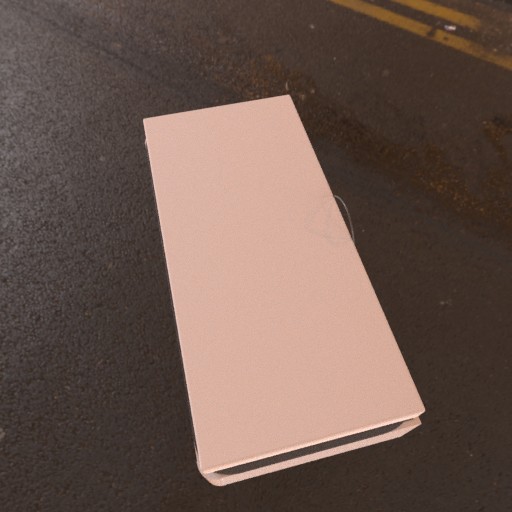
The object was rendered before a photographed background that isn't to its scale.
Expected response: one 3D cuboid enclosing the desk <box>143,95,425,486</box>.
[{"bbox_3d":[0.000,0.000,2.236,0.900,0.526,1.900,-12,59,-7],"label":"desk"}]
